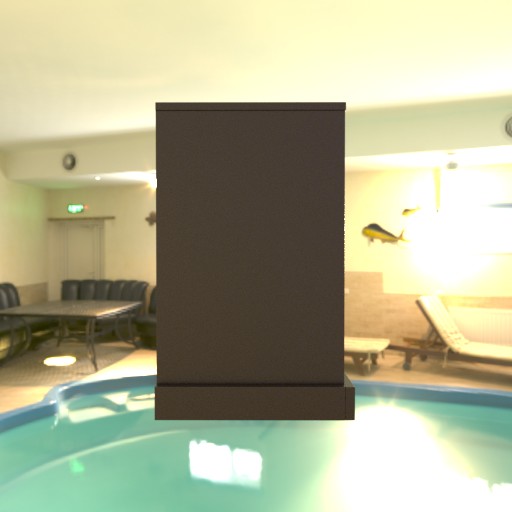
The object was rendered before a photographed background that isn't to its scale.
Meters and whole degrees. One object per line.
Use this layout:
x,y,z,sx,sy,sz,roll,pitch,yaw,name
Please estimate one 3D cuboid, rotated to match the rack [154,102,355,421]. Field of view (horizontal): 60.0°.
0.000,0.000,1.479,0.399,0.635,1.206,0,1,0,rack
